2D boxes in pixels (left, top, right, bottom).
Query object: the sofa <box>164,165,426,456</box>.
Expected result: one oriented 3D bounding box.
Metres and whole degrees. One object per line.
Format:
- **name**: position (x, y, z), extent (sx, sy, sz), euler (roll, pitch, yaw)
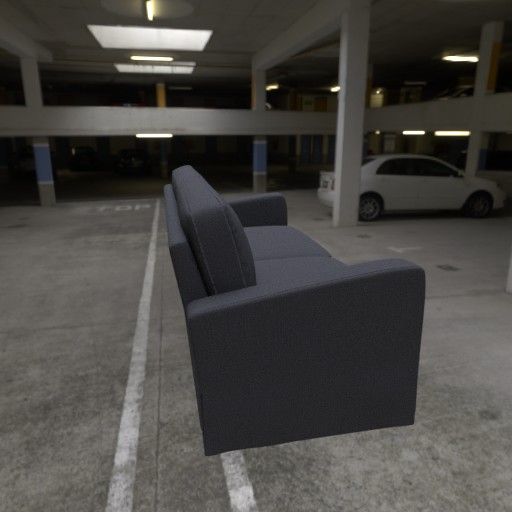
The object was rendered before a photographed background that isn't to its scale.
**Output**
- **sofa**: position (0.000, 0.000, 2.310), extent (0.898, 0.839, 1.852), euler (-3, 16, -11)
